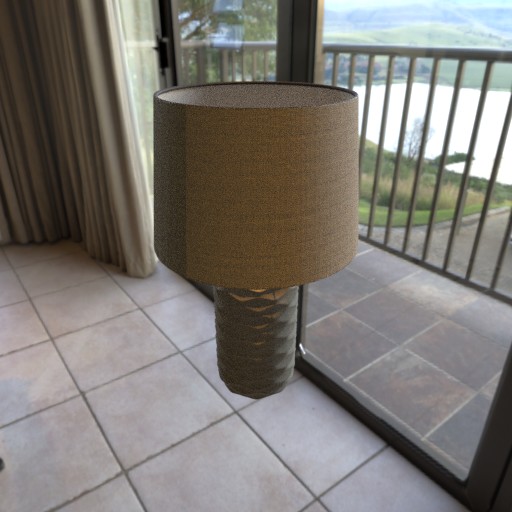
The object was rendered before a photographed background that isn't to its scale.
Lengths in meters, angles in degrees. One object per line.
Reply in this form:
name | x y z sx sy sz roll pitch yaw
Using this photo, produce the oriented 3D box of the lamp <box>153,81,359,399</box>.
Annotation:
lamp | 0.000 0.000 0.849 0.376 0.594 0.376 0 27 0
